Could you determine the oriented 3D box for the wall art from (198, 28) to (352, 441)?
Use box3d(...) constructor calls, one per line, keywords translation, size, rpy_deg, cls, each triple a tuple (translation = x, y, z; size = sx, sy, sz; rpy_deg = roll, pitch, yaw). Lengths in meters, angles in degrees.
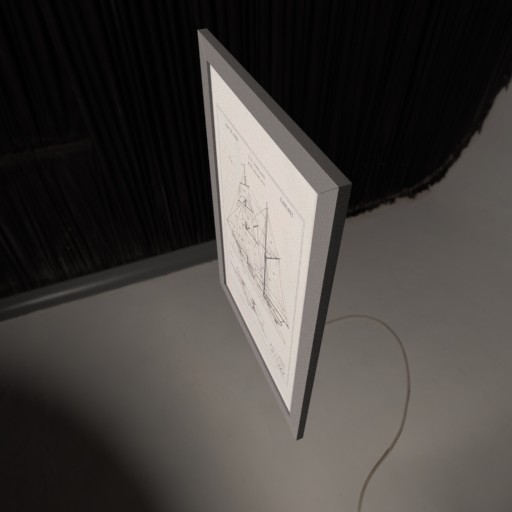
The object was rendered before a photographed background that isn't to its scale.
box3d(translation=(0.000, 0.000, 0.679), size=(0.013, 0.534, 0.380), rpy_deg=(-17, 49, -16), cls="wall art")
